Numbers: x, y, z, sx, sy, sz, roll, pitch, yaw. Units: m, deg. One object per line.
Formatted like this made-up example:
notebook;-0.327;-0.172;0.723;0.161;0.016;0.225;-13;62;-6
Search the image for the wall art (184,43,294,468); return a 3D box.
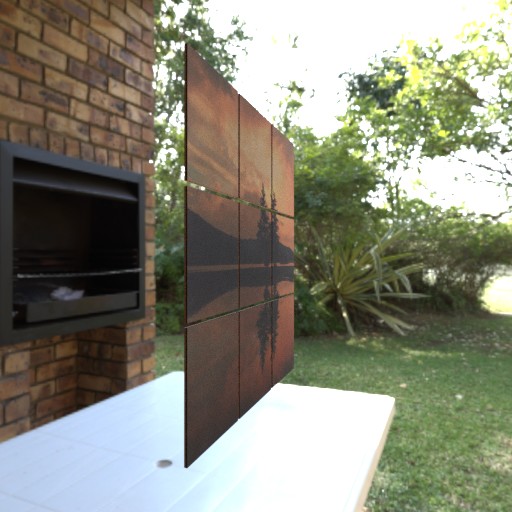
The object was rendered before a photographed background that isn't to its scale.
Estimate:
wall art;0.000;0.000;2.307;0.013;1.525;1.520;0;0;19
